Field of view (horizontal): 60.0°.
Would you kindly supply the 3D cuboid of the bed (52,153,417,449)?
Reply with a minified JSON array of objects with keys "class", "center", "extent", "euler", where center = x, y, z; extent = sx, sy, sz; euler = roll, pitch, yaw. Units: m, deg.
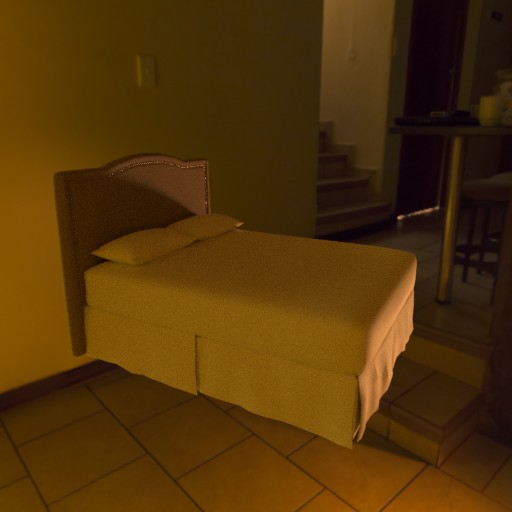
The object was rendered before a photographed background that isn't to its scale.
[{"class":"bed","center":[0.000,0.000,3.281],"extent":[2.128,1.441,1.744],"euler":[9,18,27]}]
